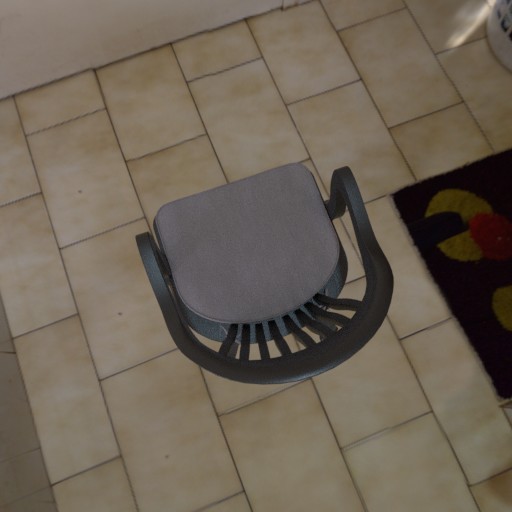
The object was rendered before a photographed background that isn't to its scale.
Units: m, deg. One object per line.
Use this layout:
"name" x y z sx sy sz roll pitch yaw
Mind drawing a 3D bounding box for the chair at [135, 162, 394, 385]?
"chair" 0.000 0.000 1.437 0.750 0.878 0.788 -19 76 -5
